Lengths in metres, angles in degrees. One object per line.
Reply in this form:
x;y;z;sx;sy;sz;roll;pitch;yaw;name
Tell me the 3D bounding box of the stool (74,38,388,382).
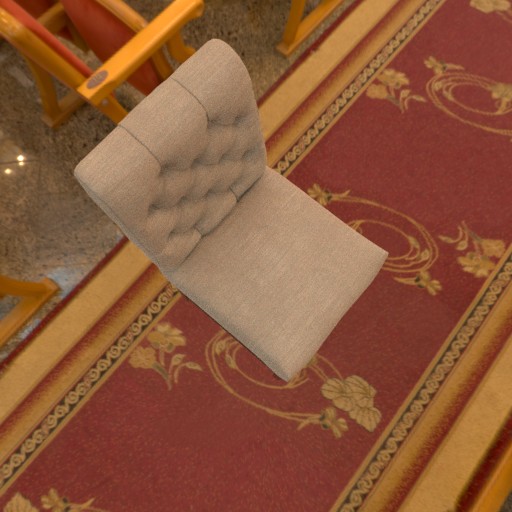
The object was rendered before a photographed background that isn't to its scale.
0.000;0.000;1.423;0.660;1.084;0.486;39;77;10;stool
